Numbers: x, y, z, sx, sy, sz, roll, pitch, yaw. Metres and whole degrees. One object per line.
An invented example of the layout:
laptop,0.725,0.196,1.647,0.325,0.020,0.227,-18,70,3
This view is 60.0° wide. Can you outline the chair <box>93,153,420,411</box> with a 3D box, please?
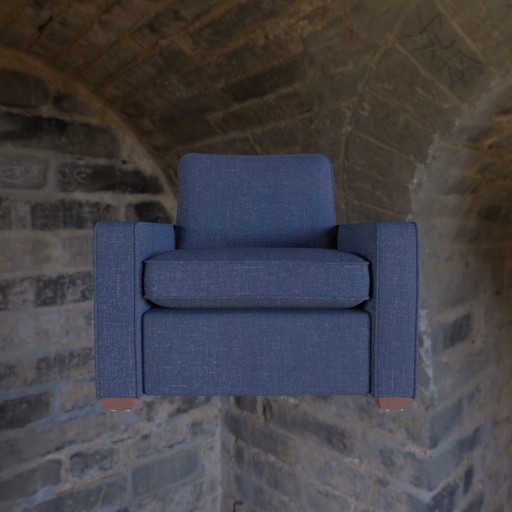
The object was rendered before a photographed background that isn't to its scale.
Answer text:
chair,0.000,0.000,1.782,1.017,0.919,0.940,0,3,0
